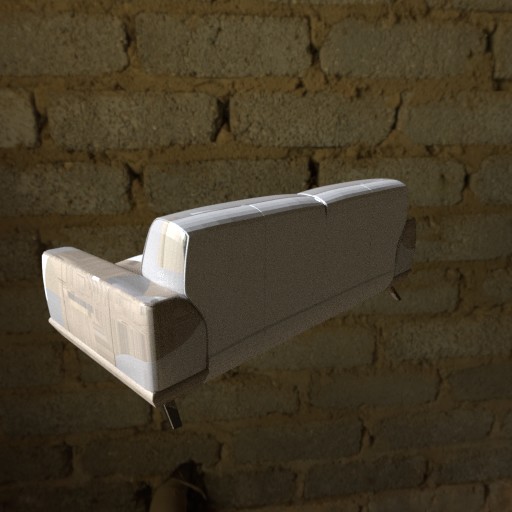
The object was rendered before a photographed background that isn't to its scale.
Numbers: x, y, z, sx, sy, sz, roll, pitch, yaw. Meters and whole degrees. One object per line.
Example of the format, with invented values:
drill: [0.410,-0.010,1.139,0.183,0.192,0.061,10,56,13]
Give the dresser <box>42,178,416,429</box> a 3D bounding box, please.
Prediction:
dresser: [0.000,0.000,5.825,2.251,1.863,4.679,16,23,42]
